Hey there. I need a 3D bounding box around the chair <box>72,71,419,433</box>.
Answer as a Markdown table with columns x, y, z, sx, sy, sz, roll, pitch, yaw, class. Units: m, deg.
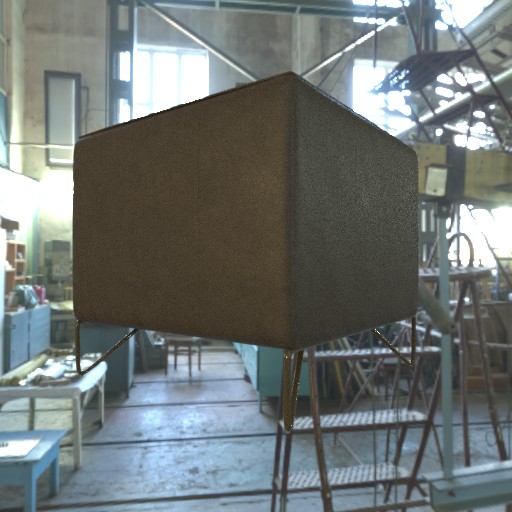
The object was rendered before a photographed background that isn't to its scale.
| x | y | z | sx | sy | sz | roll | pitch | yaw | class |
| --- | --- | --- | --- | --- | --- | --- | --- | --- | --- |
| 0.000 | 0.000 | 1.543 | 0.880 | 0.790 | 0.894 | -1 | -1 | 37 | chair |
